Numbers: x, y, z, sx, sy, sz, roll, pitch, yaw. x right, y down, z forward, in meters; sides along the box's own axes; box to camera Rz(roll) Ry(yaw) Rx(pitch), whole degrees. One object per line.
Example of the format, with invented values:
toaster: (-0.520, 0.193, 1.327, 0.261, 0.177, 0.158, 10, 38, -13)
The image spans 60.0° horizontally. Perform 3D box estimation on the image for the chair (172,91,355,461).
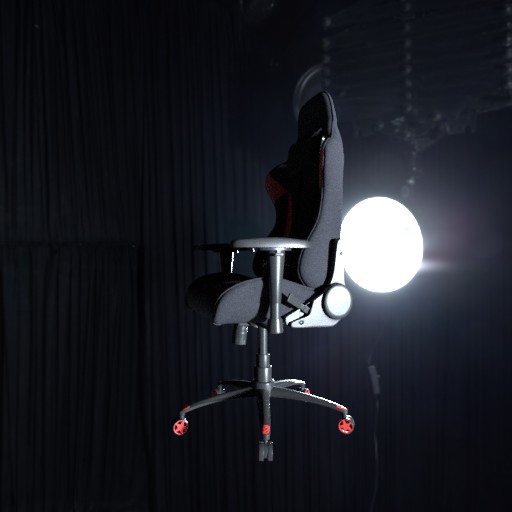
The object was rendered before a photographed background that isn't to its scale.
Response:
chair: (0.000, 0.000, 1.760, 0.658, 1.326, 0.695, 0, 0, -19)
